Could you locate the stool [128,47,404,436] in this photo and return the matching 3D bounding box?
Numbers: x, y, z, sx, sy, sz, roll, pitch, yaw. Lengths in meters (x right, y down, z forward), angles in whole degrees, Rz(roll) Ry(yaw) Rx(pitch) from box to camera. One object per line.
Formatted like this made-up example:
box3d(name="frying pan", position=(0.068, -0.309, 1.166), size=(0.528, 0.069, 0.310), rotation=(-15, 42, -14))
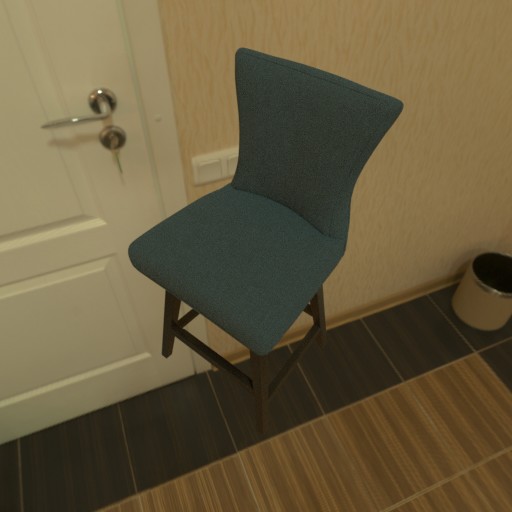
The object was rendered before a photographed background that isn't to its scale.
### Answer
box3d(name="stool", position=(0.000, 0.000, 1.376), size=(0.514, 1.000, 0.574), rotation=(30, 54, 25))
